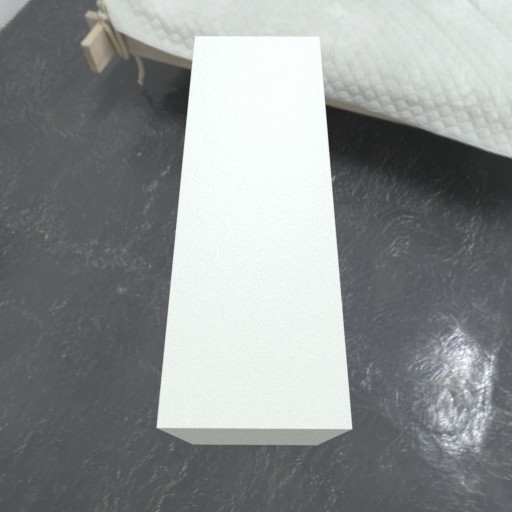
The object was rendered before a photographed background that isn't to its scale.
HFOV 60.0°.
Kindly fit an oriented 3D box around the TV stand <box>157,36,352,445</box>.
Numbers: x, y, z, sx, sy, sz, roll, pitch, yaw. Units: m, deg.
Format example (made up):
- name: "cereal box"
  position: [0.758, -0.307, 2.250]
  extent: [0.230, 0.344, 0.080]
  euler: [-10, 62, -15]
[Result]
- name: "TV stand"
  position: [0.000, 0.000, 1.544]
  extent: [0.406, 0.812, 1.193]
  euler: [0, 64, 0]
